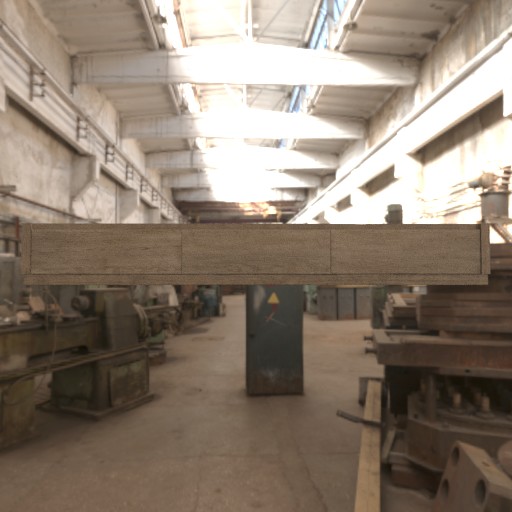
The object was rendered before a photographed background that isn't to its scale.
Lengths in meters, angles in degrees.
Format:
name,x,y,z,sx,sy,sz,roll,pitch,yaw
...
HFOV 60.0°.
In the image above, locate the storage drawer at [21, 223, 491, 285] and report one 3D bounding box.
name,x,y,z,sx,sy,sz,roll,pitch,yaw
storage drawer,0.000,0.000,2.253,2.072,0.274,0.591,0,-2,0
